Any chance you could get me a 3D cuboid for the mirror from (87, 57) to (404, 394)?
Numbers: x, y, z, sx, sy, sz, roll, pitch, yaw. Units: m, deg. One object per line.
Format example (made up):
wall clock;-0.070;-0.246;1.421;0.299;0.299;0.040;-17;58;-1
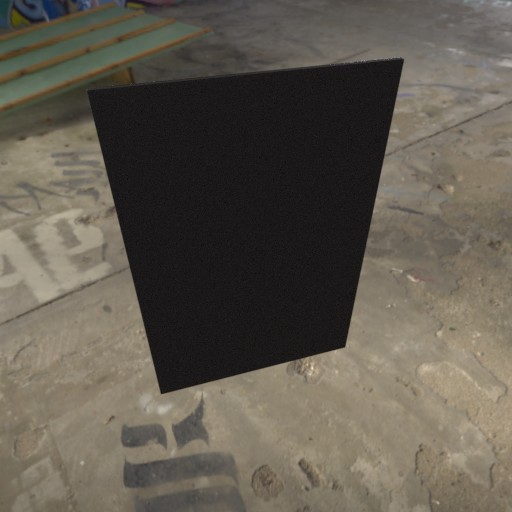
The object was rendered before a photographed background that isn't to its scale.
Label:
mirror;0.000;0.000;1.129;0.613;0.914;0.039;-11;41;-13
